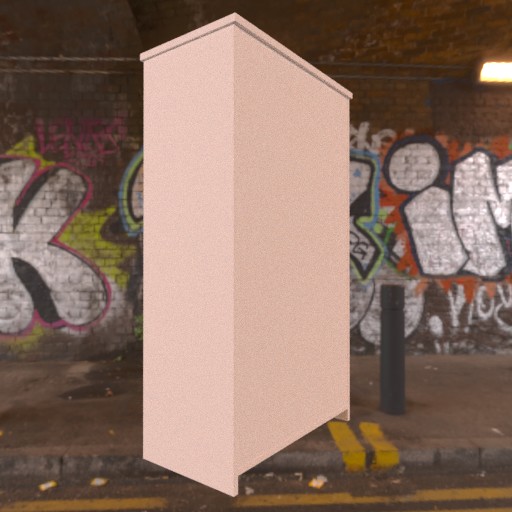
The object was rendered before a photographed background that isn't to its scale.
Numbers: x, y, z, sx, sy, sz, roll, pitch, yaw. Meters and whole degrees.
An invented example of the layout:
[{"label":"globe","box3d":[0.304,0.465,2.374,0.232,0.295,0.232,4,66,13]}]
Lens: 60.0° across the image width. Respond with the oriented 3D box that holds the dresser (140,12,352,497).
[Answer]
[{"label":"dresser","box3d":[0.000,0.000,1.543,0.399,1.255,0.704,0,0,37]}]
